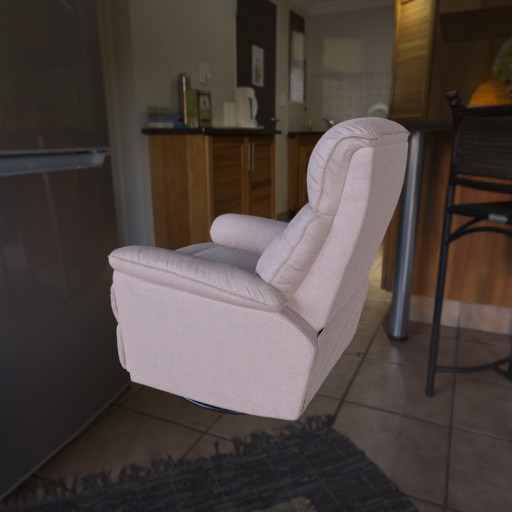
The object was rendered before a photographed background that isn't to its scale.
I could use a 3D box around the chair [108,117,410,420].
[{"bbox_3d":[0.000,0.000,1.747,1.004,1.037,0.820,8,18,26],"label":"chair"}]
